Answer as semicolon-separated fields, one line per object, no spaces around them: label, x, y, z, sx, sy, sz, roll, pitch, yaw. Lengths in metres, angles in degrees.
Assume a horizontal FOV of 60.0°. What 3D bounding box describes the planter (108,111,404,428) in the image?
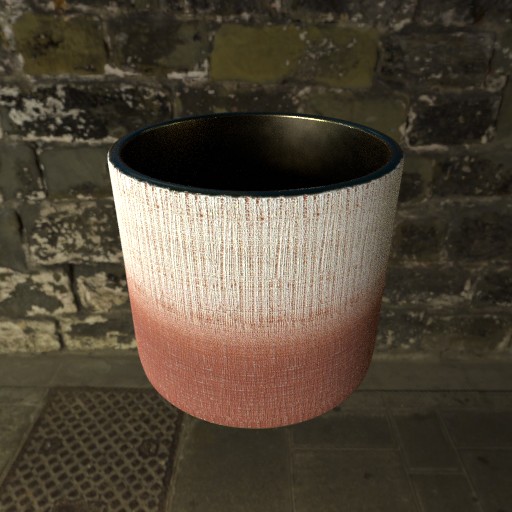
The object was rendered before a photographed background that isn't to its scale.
planter;0.000;0.000;0.385;0.221;0.201;0.221;0;30;0
